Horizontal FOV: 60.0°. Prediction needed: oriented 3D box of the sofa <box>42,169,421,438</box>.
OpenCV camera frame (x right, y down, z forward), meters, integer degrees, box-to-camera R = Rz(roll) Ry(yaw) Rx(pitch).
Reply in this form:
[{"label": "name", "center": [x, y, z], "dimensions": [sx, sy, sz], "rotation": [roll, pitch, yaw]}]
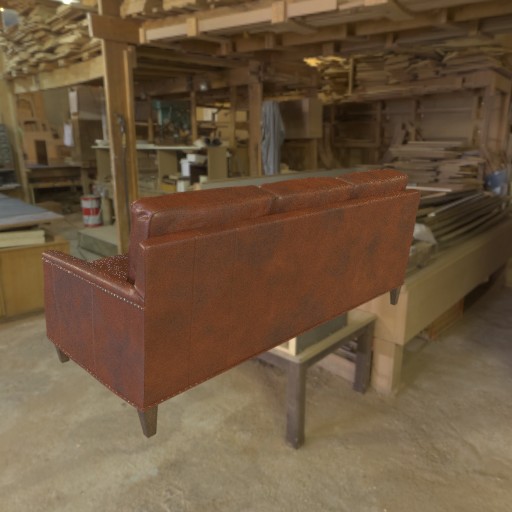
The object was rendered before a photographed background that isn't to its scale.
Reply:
[{"label": "sofa", "center": [0.000, 0.000, 2.753], "dimensions": [2.240, 1.003, 1.084], "rotation": [-15, 22, -43]}]
